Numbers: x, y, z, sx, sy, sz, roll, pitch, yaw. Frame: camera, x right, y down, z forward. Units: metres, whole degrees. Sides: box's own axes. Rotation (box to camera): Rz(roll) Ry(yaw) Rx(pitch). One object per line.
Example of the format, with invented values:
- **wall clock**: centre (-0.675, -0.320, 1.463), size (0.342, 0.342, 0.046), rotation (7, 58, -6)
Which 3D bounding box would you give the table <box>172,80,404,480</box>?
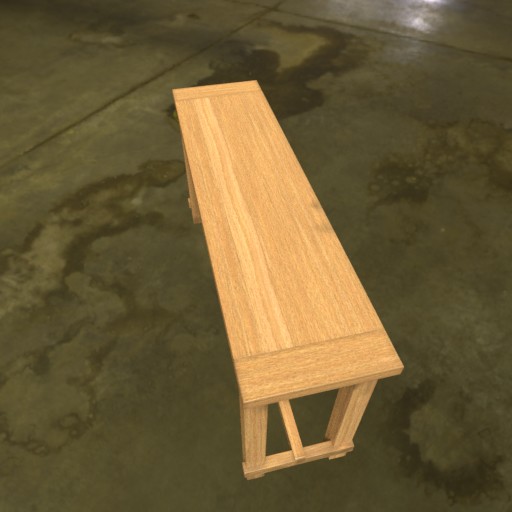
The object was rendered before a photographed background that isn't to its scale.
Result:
- **table**: centre (0.000, 0.000, 1.883), size (0.442, 0.762, 1.599), rotation (-10, 48, -9)
